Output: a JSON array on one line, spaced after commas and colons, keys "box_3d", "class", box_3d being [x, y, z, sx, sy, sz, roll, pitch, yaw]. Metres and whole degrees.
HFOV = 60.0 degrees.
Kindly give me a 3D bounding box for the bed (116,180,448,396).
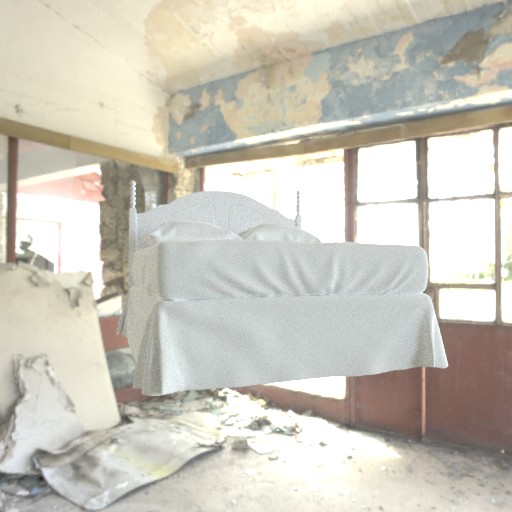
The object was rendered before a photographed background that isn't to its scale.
[{"box_3d": [0.000, 0.000, 3.227, 1.873, 1.356, 2.040, 0, -1, -19], "class": "bed"}]
